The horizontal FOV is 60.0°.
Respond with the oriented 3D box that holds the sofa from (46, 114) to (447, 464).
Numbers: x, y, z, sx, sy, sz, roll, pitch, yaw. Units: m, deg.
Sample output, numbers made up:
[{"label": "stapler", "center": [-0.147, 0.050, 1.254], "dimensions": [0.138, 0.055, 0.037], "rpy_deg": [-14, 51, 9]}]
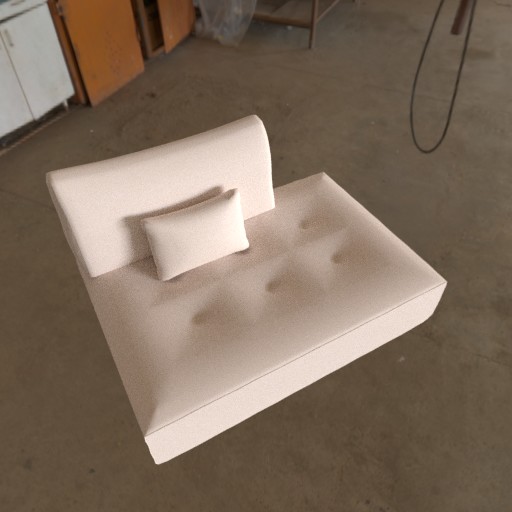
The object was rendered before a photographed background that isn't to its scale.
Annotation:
[{"label": "sofa", "center": [0.000, 0.000, 2.009], "dimensions": [1.450, 0.820, 1.000], "rpy_deg": [-22, 50, -20]}]
